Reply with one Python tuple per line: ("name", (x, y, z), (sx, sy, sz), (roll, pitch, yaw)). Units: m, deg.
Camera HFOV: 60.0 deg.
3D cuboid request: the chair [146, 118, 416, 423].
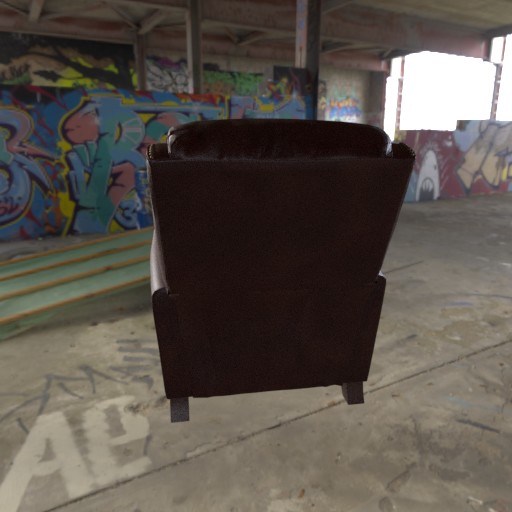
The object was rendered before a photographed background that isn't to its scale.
("chair", (0.000, 0.000, 1.776), (0.826, 1.022, 1.089), (-2, 15, -9))
